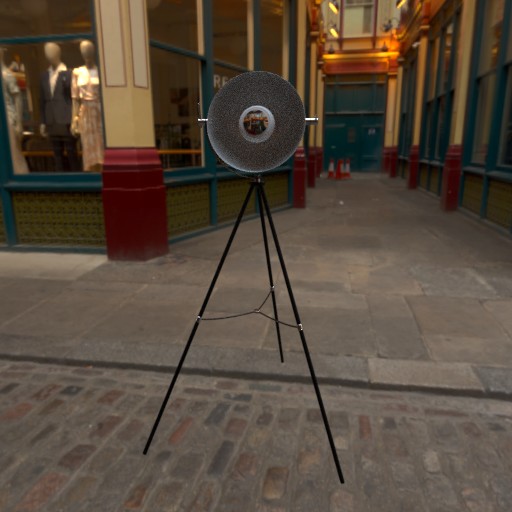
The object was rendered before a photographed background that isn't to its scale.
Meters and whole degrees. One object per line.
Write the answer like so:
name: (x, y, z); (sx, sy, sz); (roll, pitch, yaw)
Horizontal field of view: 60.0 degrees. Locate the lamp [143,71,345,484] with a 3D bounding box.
lamp: (0.000, 0.000, 1.977); (0.817, 1.512, 0.920); (2, 15, 9)
